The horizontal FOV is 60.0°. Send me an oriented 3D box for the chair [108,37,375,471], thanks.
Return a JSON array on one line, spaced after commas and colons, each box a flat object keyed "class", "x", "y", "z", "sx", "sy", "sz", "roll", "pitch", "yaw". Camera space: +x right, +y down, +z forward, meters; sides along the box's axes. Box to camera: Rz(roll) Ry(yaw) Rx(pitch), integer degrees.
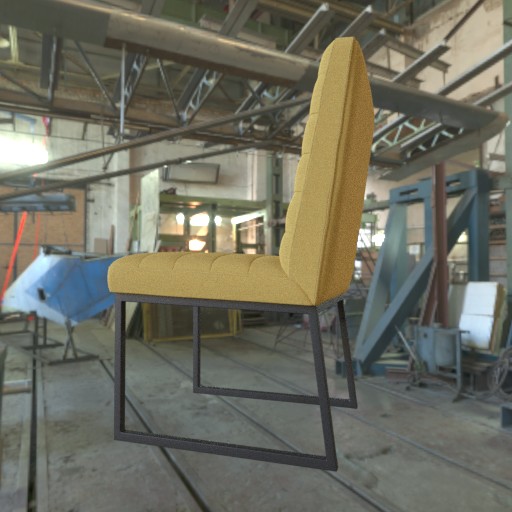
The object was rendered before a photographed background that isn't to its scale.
[{"class": "chair", "x": 0.000, "y": 0.000, "z": 1.249, "sx": 0.634, "sy": 0.930, "sz": 0.520, "roll": -1, "pitch": -2, "yaw": 18}]
